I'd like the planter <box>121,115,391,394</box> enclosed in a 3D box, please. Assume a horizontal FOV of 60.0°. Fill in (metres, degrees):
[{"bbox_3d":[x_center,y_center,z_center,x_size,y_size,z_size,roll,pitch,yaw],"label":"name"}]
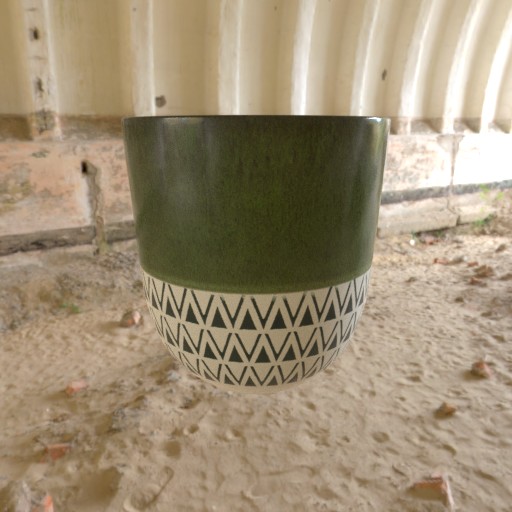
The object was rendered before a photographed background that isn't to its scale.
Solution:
[{"bbox_3d":[0.000,0.000,0.456,0.245,0.270,0.245,0,16,0],"label":"planter"}]
